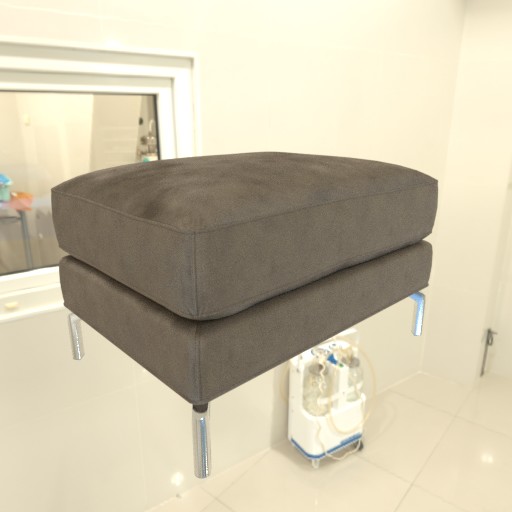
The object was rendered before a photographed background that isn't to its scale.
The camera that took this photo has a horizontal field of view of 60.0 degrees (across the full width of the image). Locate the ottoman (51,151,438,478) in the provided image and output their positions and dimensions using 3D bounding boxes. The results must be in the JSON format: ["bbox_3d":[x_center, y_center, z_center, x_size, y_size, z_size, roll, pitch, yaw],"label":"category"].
[{"bbox_3d":[0.000,0.000,1.019,0.719,0.456,0.520,-16,23,-41],"label":"ottoman"}]
